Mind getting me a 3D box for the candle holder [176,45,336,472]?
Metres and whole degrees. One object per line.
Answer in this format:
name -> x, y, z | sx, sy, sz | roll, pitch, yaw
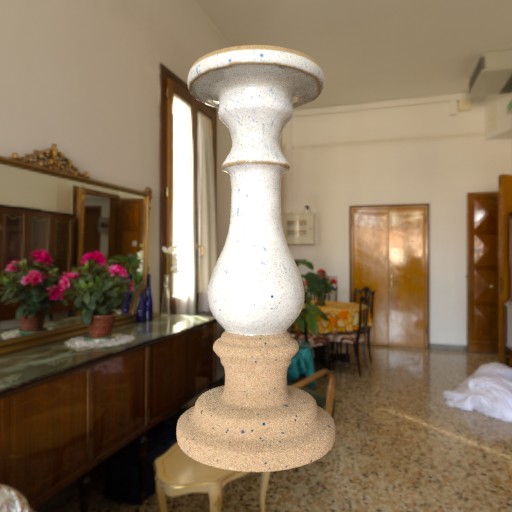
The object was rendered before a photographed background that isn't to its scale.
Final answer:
candle holder -> 0.000, 0.000, 0.248 | 0.088, 0.203, 0.088 | 0, 0, 0
